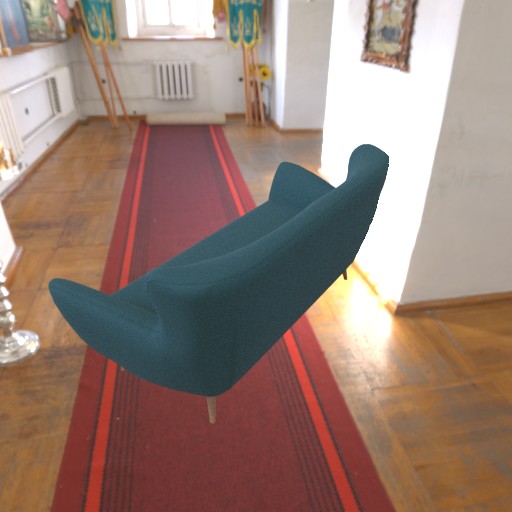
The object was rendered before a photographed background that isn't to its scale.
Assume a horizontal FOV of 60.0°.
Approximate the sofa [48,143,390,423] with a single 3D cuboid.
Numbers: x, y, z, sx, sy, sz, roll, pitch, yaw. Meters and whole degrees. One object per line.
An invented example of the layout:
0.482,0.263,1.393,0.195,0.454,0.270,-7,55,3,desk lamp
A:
0.000,0.000,2.424,0.889,0.890,1.930,19,36,29,sofa
